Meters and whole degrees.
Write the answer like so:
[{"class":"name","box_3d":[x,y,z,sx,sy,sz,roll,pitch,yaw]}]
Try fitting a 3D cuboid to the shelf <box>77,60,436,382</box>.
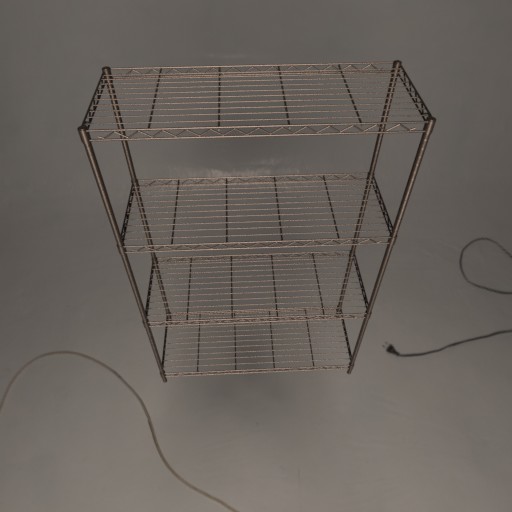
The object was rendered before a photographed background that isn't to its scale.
[{"class":"shelf","box_3d":[0.000,0.000,1.731,0.907,1.361,0.352,-2,48,-2]}]
